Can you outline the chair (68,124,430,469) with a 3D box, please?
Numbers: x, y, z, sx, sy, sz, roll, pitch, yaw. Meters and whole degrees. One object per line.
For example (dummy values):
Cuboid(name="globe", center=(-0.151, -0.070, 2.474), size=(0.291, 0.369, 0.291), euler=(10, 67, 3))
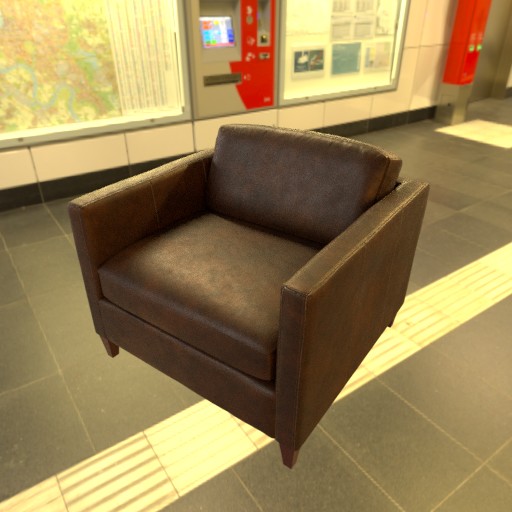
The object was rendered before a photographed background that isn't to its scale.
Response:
Cuboid(name="chair", center=(0.000, 0.000, 1.760), size=(0.990, 0.864, 0.975), euler=(20, 35, 30))
